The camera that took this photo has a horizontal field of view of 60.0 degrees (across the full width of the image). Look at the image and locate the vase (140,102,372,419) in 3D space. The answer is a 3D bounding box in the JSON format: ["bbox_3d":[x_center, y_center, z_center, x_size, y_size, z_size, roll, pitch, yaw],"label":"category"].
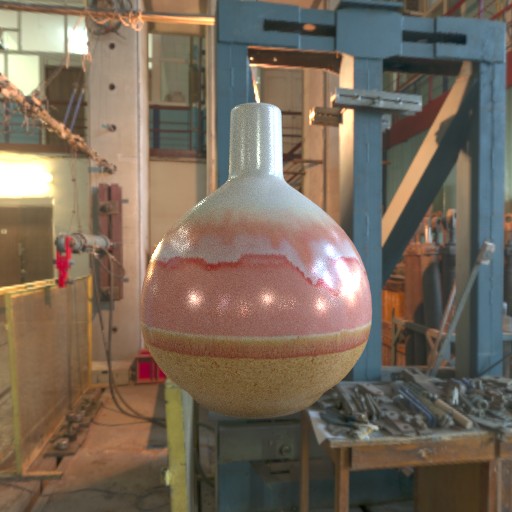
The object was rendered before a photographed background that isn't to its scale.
[{"bbox_3d":[0.000,0.000,0.269,0.137,0.176,0.137,0,1,0],"label":"vase"}]
